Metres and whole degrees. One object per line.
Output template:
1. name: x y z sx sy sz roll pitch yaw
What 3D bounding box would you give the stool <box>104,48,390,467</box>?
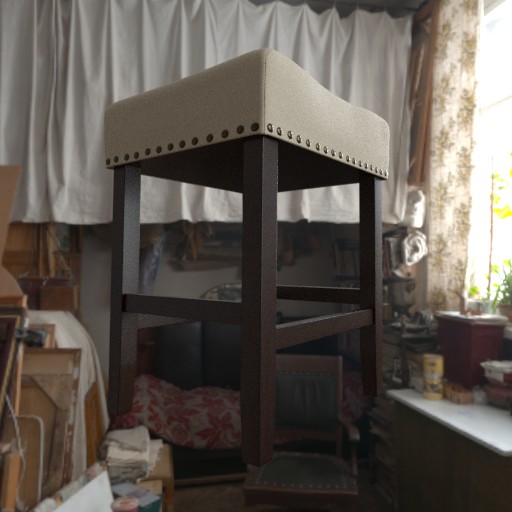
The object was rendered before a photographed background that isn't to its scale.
1. stool: 0.000 0.000 0.923 0.401 0.609 0.471 0 -1 38
